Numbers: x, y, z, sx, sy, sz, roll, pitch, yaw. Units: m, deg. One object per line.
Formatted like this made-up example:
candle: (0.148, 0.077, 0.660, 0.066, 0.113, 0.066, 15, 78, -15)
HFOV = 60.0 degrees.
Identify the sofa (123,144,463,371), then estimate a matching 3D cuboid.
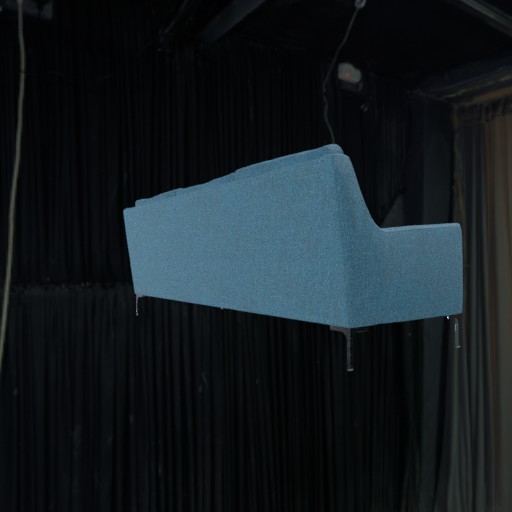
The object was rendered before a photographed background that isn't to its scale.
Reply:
sofa: (0.000, 0.000, 2.570, 0.849, 0.837, 2.060, 0, -1, -36)
